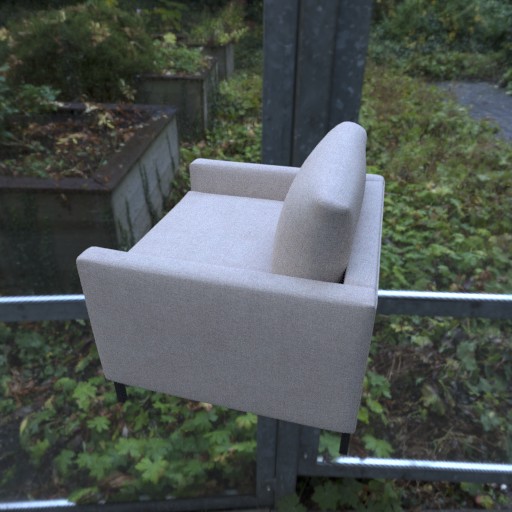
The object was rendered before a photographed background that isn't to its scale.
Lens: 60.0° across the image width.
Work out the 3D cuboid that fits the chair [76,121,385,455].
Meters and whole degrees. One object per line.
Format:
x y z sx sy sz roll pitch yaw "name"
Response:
0.000 0.000 1.657 0.866 0.861 0.963 8 32 13 "chair"
